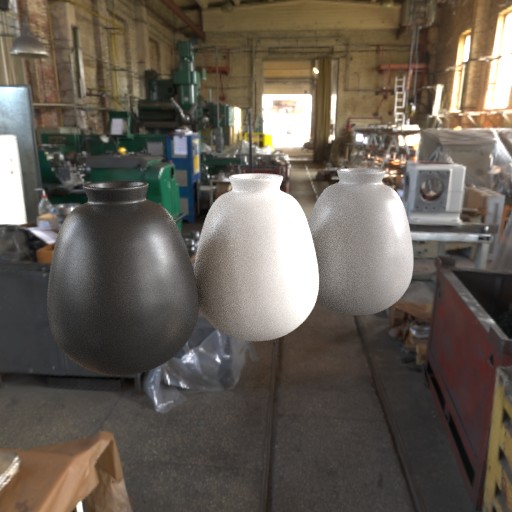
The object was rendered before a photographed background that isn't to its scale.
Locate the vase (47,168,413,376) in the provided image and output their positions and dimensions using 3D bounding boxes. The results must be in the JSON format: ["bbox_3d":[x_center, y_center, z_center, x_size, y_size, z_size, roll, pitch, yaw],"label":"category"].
[{"bbox_3d":[0.000,0.000,0.341,0.297,0.122,0.097,-9,18,-27],"label":"vase"}]
